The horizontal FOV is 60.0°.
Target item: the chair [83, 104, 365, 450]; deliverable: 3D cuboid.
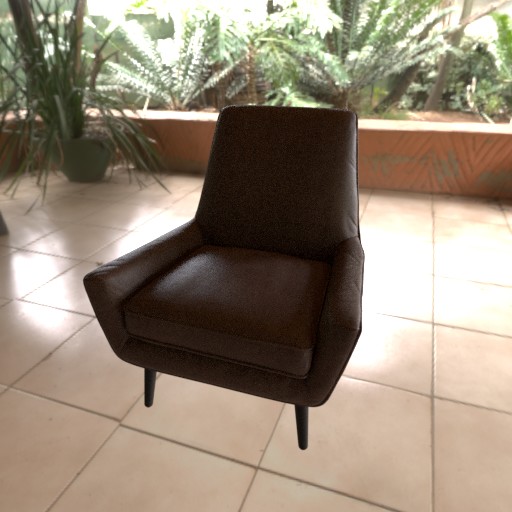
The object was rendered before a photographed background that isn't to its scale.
[{"bbox_3d":[0.000,0.000,1.491,0.787,0.888,0.824,8,27,17],"label":"chair"}]
